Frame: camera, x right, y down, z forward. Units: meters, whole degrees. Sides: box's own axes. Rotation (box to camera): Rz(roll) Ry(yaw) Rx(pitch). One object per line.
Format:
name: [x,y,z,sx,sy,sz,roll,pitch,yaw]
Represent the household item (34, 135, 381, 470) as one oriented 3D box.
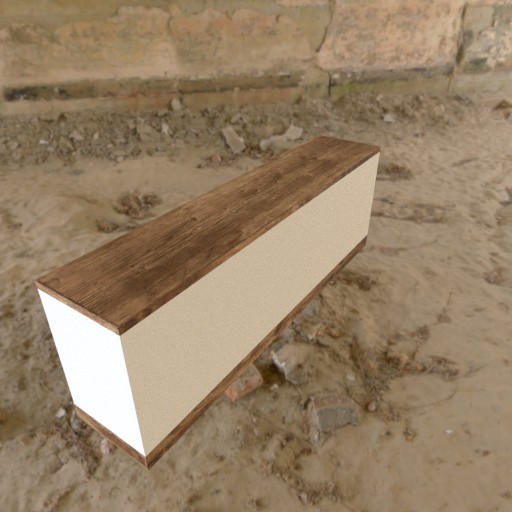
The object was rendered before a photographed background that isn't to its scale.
household item: [0.000,0.000,2.024,0.390,0.615,1.800,20,37,29]
